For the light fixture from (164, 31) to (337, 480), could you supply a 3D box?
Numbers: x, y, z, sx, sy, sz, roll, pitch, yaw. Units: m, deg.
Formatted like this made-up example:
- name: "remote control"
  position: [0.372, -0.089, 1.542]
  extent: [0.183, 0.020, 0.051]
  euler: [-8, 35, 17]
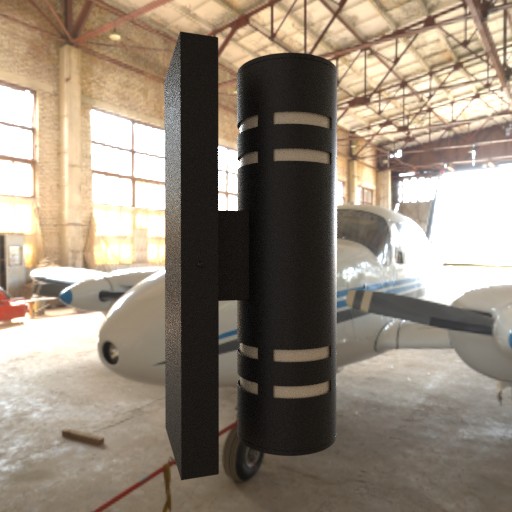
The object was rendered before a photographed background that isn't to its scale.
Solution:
- name: "light fixture"
  position: [0.000, 0.000, 0.397]
  extent: [0.149, 0.330, 0.105]
  euler: [0, 1, -18]
